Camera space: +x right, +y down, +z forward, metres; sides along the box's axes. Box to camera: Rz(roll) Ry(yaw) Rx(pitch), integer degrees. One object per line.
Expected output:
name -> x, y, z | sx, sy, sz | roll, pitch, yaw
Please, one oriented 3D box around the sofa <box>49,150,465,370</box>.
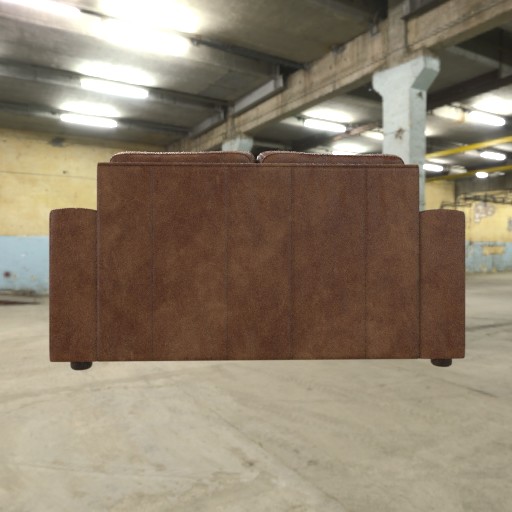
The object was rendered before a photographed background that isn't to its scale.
sofa -> 0.000, 0.000, 2.220 | 1.626, 0.889, 1.041 | 0, 0, -2
